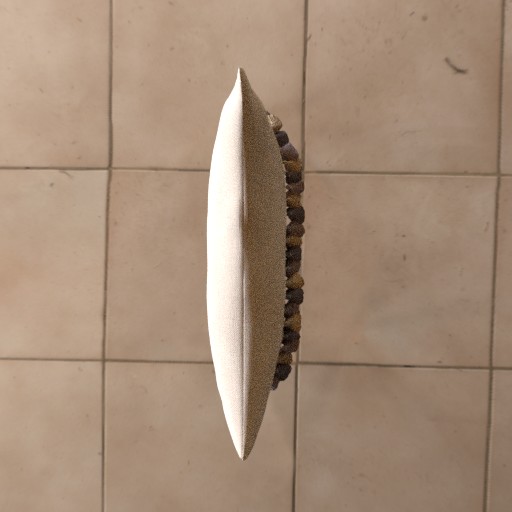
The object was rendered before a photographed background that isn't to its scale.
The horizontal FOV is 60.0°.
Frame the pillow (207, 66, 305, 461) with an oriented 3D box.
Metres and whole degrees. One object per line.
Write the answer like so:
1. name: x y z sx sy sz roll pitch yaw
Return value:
1. pillow: 0.000 0.000 0.756 0.165 0.481 0.489 0 92 0
